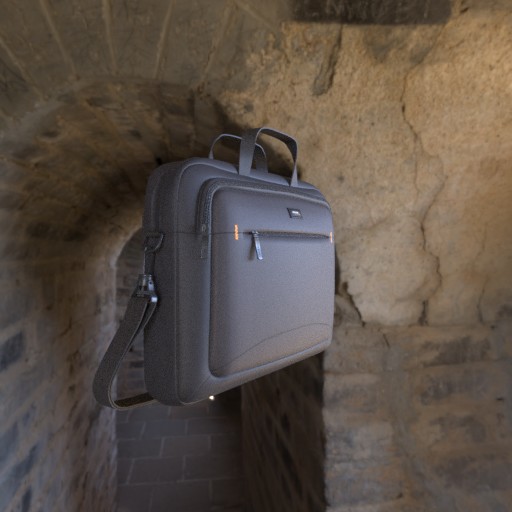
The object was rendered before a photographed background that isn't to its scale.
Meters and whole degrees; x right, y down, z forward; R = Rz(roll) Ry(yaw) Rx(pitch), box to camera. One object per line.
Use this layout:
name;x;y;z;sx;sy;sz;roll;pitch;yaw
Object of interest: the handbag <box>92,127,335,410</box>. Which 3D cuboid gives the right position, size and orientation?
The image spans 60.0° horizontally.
handbag;0.000;0.000;0.598;0.126;0.330;0.429;1;1;36
